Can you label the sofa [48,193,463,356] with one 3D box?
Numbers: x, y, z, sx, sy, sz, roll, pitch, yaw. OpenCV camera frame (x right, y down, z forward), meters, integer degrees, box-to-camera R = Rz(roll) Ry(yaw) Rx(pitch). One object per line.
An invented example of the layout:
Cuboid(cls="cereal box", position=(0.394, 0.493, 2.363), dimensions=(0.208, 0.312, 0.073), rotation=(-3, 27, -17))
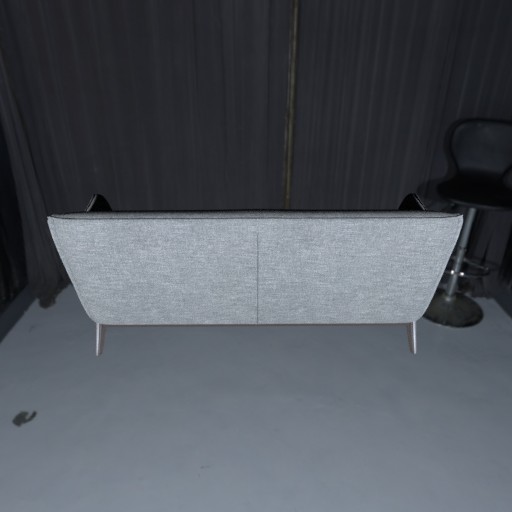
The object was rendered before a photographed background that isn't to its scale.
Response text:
Cuboid(cls="sofa", position=(0.000, 0.000, 2.390), dimensions=(1.928, 0.829, 0.867), rotation=(0, 28, 0))
